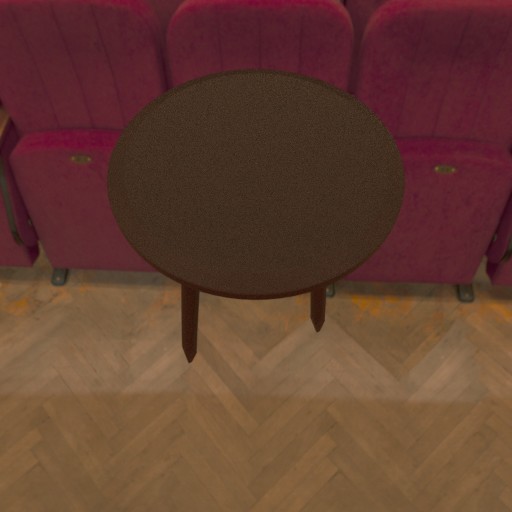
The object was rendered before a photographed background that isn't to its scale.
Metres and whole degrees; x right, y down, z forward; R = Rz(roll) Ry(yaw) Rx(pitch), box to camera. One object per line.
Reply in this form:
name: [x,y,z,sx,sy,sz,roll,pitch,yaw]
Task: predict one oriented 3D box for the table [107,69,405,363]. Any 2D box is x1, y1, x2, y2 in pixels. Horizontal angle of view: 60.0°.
table: [0.000,0.000,0.931,0.457,0.585,0.457,0,59,0]
